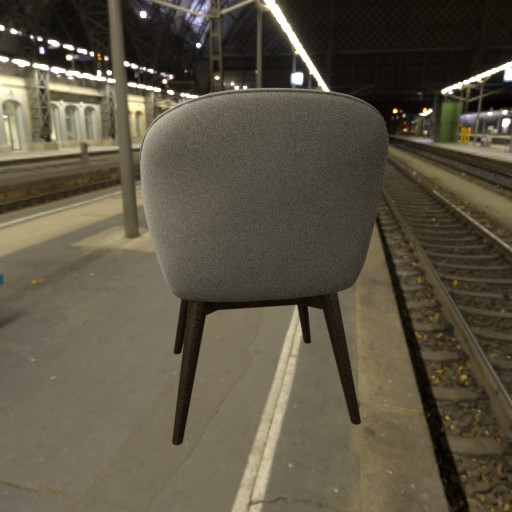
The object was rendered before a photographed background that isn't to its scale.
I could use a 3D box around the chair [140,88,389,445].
[{"bbox_3d":[0.000,0.000,1.207,0.589,0.810,0.611,-3,16,-9],"label":"chair"}]
